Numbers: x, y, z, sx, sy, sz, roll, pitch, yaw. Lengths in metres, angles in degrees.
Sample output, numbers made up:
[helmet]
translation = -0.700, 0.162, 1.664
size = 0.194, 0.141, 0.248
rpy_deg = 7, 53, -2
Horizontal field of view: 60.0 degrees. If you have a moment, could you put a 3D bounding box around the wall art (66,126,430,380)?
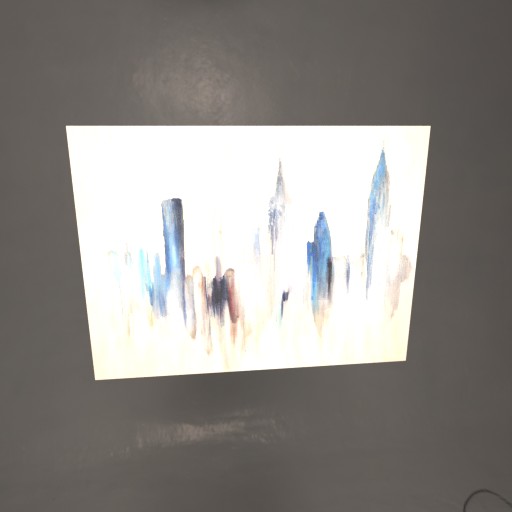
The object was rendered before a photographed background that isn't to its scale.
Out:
[wall art]
translation = 0.000, 0.000, 1.354
size = 1.016, 0.762, 0.038
rpy_deg = -2, 16, -7
